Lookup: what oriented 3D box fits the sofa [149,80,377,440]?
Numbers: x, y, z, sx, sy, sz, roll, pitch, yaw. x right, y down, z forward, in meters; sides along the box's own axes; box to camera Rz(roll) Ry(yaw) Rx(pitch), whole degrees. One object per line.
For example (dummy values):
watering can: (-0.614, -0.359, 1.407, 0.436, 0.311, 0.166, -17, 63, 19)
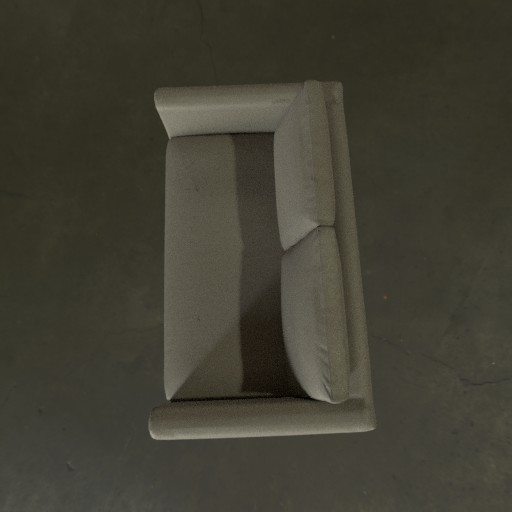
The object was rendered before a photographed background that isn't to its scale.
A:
sofa: (0.000, 0.000, 2.165, 0.899, 0.873, 1.598, -2, 76, -1)
